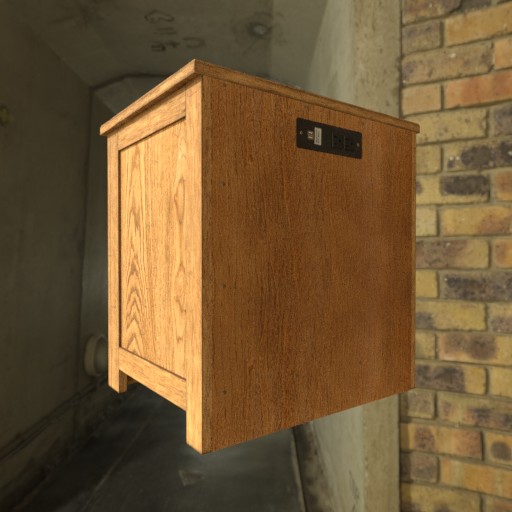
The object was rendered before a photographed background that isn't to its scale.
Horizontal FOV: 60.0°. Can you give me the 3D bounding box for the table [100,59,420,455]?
[{"bbox_3d":[0.000,0.000,1.068,0.601,0.625,0.494,-1,1,-37],"label":"table"}]
